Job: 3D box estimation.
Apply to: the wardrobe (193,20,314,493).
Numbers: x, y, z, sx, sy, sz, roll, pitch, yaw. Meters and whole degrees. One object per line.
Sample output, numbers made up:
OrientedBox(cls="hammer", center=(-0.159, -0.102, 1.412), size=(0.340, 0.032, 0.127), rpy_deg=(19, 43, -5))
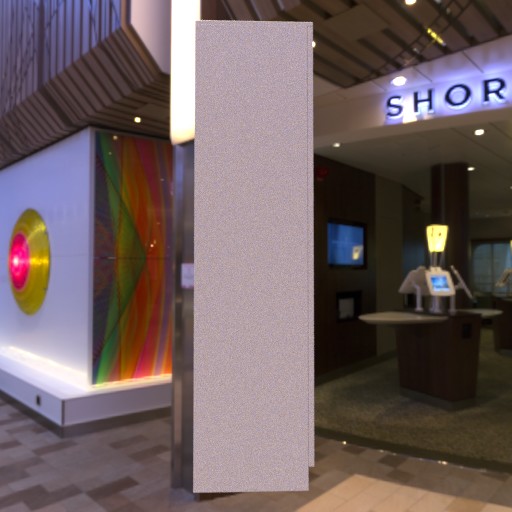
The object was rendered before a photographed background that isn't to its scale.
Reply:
OrientedBox(cls="wardrobe", center=(0.000, 0.000, 1.981), size=(0.470, 1.700, 0.760), rpy_deg=(0, -1, -2))
